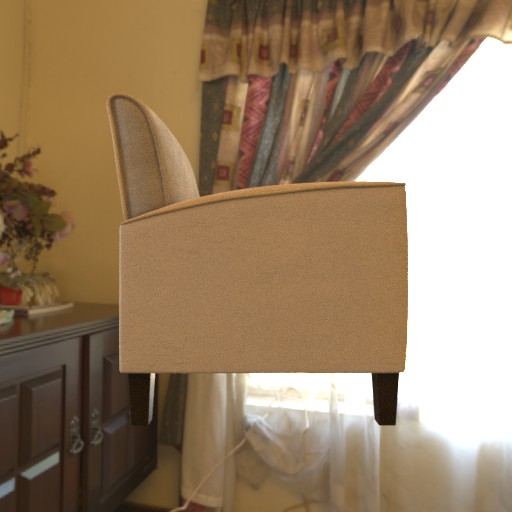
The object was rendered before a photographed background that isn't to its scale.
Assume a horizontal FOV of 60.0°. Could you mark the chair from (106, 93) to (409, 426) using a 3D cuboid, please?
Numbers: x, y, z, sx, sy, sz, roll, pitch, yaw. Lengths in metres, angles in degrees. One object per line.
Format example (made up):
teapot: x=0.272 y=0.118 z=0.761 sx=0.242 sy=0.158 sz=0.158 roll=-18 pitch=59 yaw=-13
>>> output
chair: x=0.000 y=0.000 z=1.562 sx=0.821 sy=0.915 sz=0.820 roll=0 pitch=-1 yaw=0
